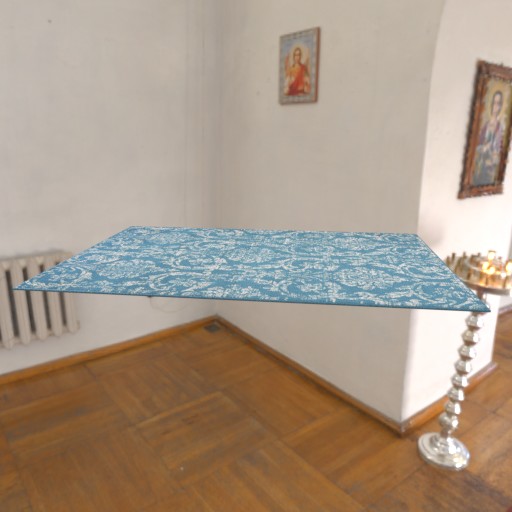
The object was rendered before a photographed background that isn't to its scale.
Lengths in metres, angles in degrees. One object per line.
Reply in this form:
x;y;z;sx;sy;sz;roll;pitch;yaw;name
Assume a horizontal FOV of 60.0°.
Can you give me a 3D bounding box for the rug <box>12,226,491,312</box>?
0.000;0.000;3.382;2.746;0.018;1.816;2;16;7;rug
